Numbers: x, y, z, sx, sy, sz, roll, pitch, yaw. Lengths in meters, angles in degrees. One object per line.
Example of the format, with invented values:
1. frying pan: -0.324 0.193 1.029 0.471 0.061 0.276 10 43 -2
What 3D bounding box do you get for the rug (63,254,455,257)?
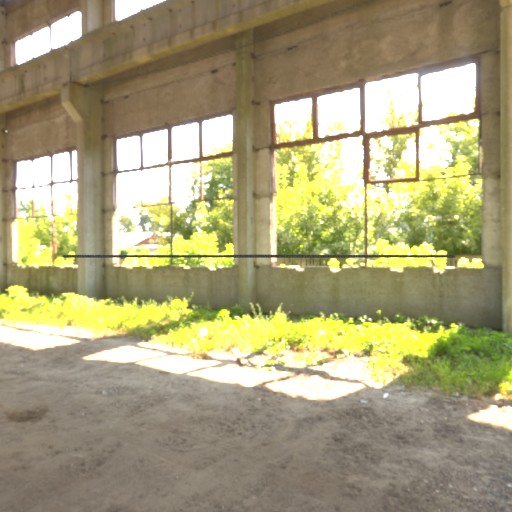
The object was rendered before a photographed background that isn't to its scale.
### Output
1. rug: 0.000 0.000 2.260 1.207 0.012 1.820 0 0 -1
